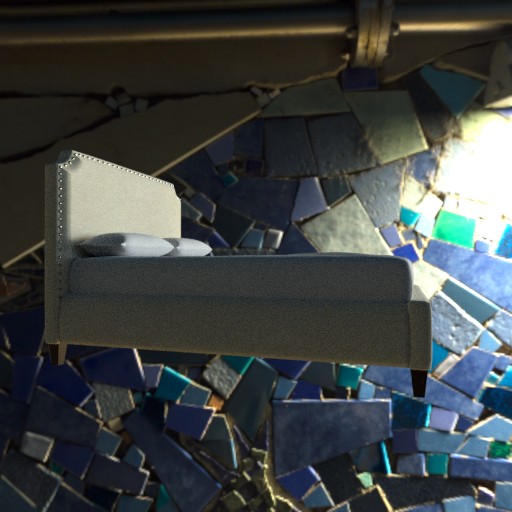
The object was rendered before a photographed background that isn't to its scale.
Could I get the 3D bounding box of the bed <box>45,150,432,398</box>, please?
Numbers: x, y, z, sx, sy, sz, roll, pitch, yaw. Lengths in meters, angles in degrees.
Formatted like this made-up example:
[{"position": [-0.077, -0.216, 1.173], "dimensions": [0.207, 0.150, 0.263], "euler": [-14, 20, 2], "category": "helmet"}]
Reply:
[{"position": [0.000, 0.000, 3.365], "dimensions": [2.381, 1.457, 1.713], "euler": [0, -1, 18], "category": "bed"}]
